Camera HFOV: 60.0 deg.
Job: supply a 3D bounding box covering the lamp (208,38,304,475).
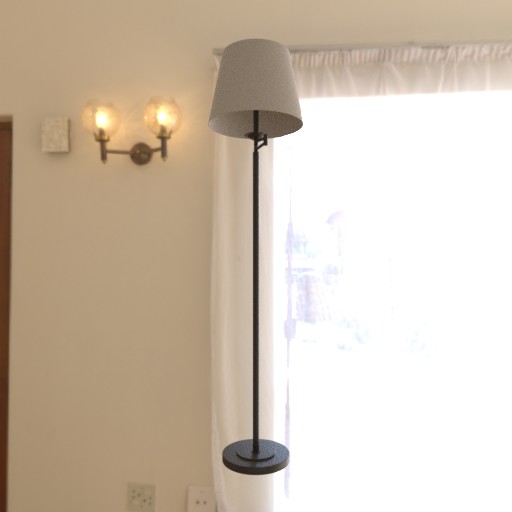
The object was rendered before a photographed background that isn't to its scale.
[{"bbox_3d":[0.000,0.000,1.617,0.348,1.473,0.348,0,-1,-20],"label":"lamp"}]
